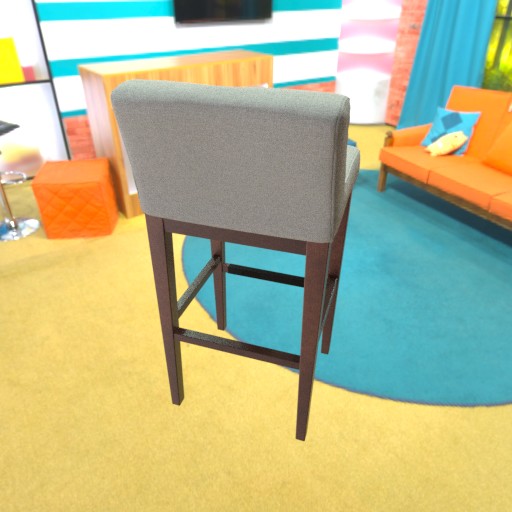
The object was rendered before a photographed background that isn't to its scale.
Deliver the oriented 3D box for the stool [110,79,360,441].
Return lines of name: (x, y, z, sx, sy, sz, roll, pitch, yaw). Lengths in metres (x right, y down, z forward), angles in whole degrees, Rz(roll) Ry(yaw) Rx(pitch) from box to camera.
stool: (0.000, 0.000, 1.329, 0.511, 1.037, 0.500, 10, 33, 16)
